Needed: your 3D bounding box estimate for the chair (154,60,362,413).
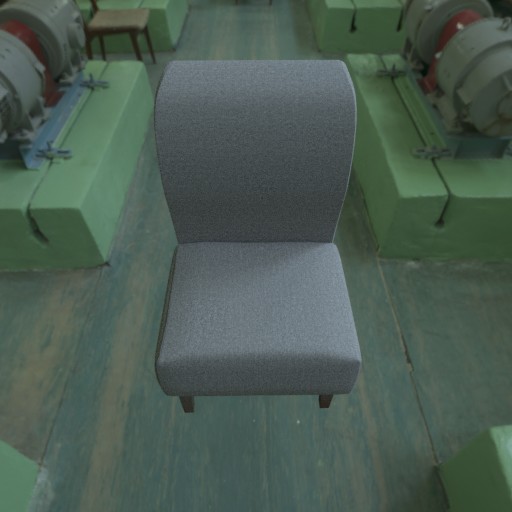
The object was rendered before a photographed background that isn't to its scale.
[{"bbox_3d":[0.000,0.000,1.182,0.513,0.804,0.592,-1,46,-1],"label":"chair"}]
